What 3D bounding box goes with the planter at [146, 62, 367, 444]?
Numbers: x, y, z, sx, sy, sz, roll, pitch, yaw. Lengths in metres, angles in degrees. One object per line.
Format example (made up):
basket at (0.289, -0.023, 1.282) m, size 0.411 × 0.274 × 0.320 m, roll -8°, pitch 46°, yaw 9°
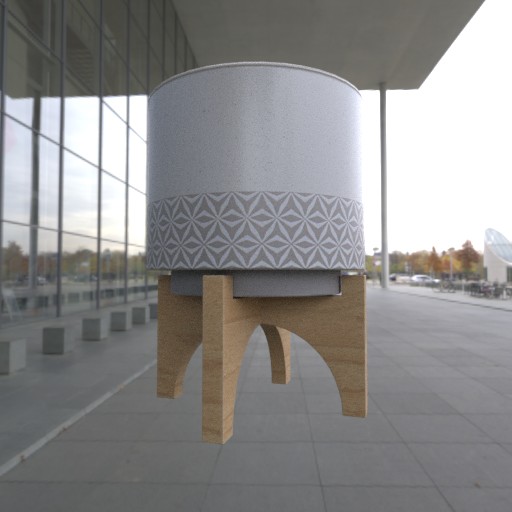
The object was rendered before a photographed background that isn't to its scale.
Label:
planter at (0.000, 0.000, 0.393) m, size 0.188 × 0.260 × 0.188 m, roll 0°, pitch -2°, yaw 0°
